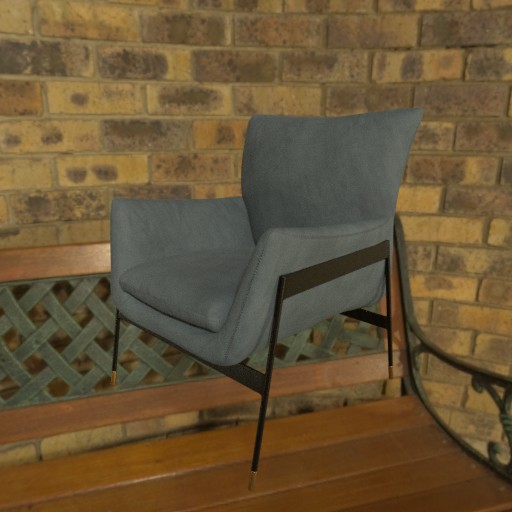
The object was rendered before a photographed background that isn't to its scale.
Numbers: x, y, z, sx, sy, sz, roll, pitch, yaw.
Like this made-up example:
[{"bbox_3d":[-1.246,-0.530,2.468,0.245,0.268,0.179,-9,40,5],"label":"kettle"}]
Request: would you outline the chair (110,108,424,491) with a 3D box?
[{"bbox_3d":[0.000,0.000,1.349,0.678,0.858,0.709,15,21,42],"label":"chair"}]
